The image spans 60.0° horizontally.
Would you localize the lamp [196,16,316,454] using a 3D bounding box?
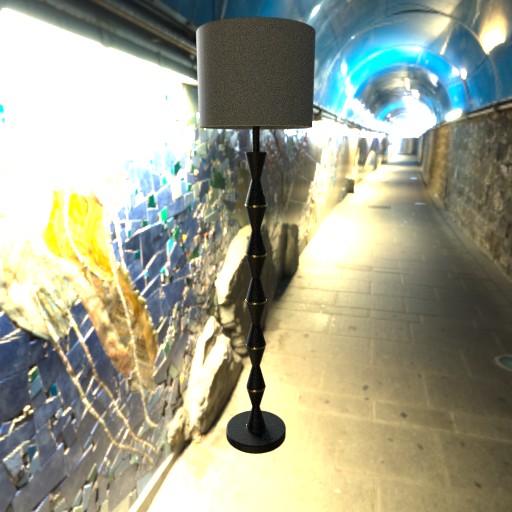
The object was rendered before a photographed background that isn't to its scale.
[{"bbox_3d":[0.000,0.000,1.607,0.381,1.480,0.381,7,16,27],"label":"lamp"}]
